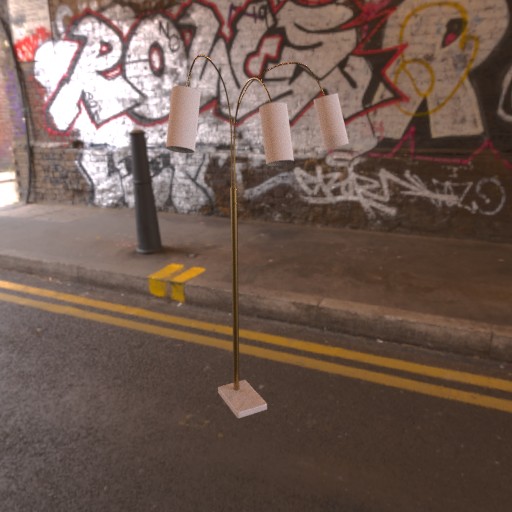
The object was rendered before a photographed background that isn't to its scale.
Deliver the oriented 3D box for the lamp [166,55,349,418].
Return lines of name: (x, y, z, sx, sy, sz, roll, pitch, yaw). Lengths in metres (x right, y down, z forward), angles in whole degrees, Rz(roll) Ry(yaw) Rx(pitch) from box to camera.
lamp: (0.000, 0.000, 2.484, 1.020, 2.055, 0.667, -8, 18, -26)
